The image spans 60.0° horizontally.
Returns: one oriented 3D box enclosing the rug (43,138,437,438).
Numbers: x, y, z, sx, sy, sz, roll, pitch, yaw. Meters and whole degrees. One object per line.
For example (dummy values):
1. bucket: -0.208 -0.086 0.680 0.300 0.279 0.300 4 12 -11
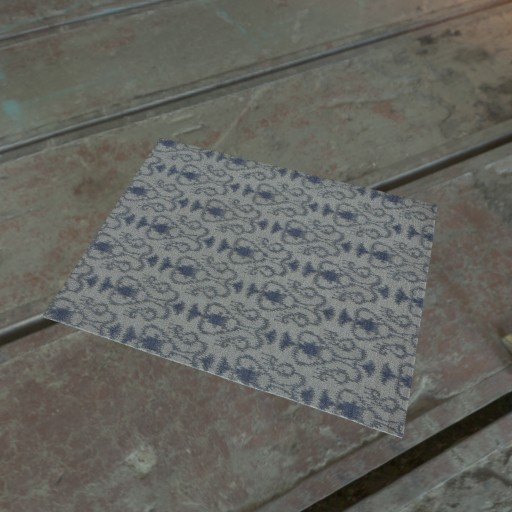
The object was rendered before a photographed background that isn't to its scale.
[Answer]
1. rug: 0.000 0.000 4.298 3.205 0.015 2.437 16 58 10
